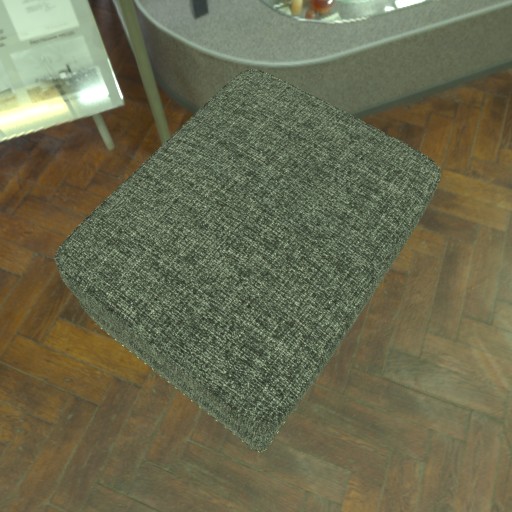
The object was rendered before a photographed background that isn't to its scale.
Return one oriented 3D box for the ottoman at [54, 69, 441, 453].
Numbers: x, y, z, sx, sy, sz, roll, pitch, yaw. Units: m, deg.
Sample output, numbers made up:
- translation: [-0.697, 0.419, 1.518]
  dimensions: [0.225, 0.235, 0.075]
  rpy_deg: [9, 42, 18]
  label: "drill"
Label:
- translation: [0.000, 0.000, 1.137]
  dimensions: [0.589, 0.537, 0.738]
  rpy_deg: [33, 69, 15]
  label: "ottoman"
